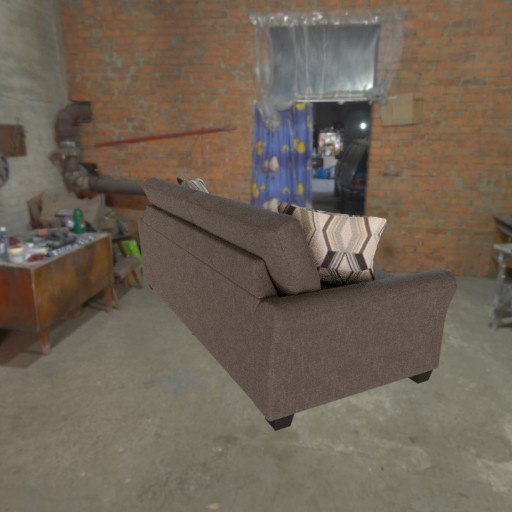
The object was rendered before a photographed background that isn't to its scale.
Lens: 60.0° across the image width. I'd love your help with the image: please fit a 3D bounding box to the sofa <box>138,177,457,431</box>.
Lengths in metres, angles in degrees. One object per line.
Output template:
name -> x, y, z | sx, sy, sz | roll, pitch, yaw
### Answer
sofa -> 0.000, 0.000, 2.542 | 0.889, 0.813, 2.032 | -7, 16, -26
